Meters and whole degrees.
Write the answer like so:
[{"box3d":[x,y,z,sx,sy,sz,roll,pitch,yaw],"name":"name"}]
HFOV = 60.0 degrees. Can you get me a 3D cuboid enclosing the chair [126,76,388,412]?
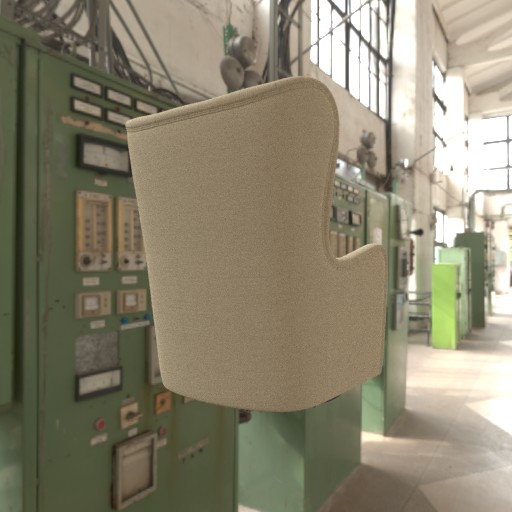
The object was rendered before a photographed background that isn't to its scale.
[{"box3d":[0.000,0.000,1.785,0.831,1.079,0.929,-1,-1,34],"name":"chair"}]
